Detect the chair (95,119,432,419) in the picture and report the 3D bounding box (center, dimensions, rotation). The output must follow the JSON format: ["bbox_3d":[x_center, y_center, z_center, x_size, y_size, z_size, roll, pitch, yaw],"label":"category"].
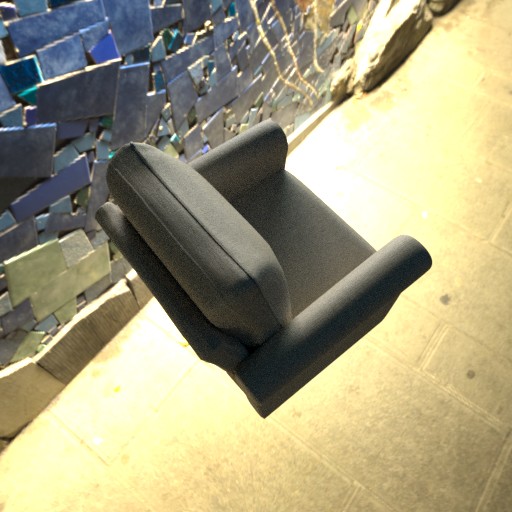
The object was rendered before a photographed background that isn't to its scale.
[{"bbox_3d":[0.000,0.000,2.311,1.180,1.349,1.275,-34,63,-20],"label":"chair"}]
